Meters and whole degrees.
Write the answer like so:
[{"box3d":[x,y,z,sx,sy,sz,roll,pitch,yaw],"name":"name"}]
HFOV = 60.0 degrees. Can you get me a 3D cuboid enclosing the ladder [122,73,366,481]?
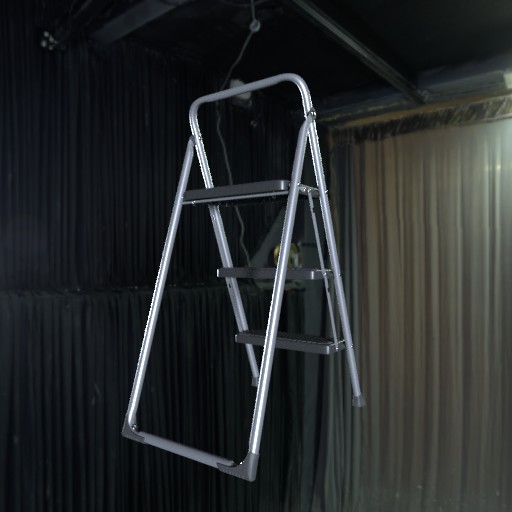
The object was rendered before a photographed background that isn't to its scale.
[{"box3d":[0.000,0.000,1.291,0.430,0.945,0.629,0,-1,35],"name":"ladder"}]
